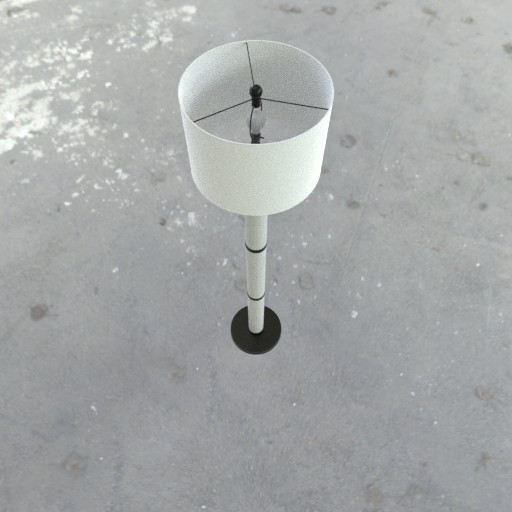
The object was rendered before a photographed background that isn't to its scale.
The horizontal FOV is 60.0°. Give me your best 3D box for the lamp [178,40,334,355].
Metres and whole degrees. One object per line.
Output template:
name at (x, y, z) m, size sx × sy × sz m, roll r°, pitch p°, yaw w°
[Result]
lamp at (0.000, 0.000, 1.748) m, size 0.377 × 1.599 × 0.377 m, roll 19°, pitch 61°, yaw 11°
